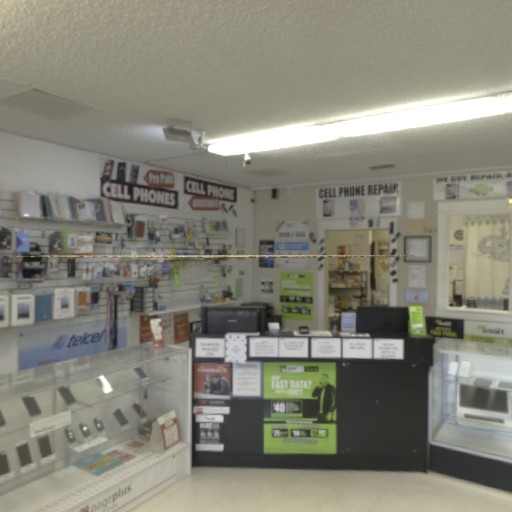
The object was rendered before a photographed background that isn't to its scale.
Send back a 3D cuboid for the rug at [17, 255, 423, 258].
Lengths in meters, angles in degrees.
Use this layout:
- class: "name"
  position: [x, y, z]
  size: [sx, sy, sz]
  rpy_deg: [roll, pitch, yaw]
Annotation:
- class: "rug"
  position: [0.000, 0.000, 2.961]
  size: [1.524, 0.008, 2.438]
  rpy_deg: [0, 0, 36]
